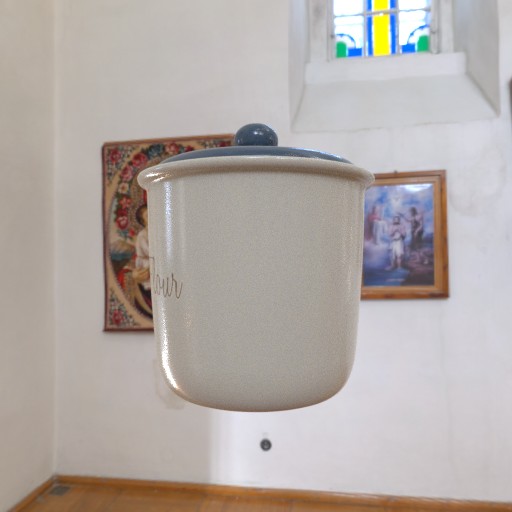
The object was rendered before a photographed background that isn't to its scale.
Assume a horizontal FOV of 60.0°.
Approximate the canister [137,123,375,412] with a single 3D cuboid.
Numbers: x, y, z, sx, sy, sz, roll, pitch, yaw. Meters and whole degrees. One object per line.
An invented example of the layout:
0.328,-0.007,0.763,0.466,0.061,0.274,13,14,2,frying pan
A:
0.000,0.000,0.351,0.182,0.208,0.182,0,0,0,canister
